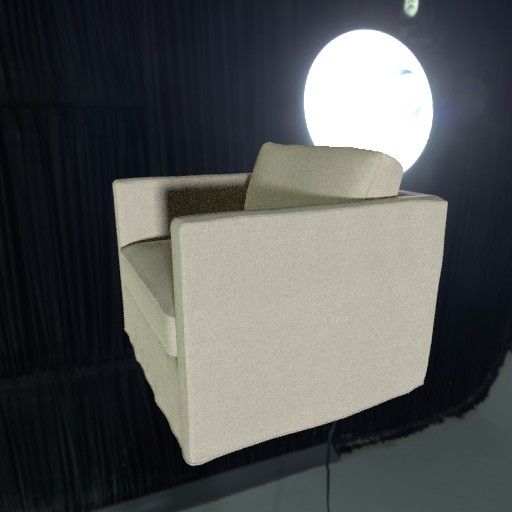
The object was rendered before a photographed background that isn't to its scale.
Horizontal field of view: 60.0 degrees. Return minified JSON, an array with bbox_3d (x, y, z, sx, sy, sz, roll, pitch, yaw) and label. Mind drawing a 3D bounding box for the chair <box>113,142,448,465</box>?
[{"bbox_3d":[0.000,0.000,1.775,0.949,0.867,1.057,-8,18,-25],"label":"chair"}]
